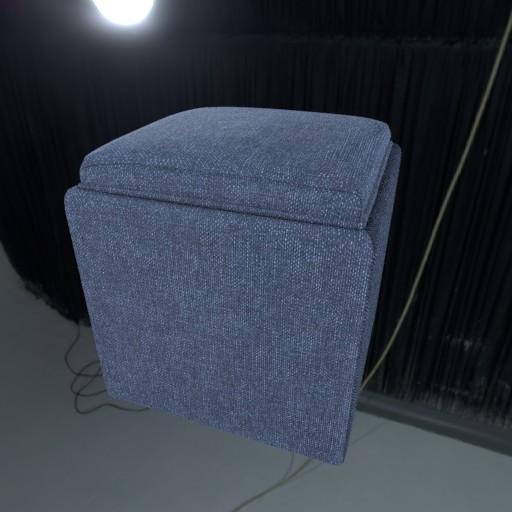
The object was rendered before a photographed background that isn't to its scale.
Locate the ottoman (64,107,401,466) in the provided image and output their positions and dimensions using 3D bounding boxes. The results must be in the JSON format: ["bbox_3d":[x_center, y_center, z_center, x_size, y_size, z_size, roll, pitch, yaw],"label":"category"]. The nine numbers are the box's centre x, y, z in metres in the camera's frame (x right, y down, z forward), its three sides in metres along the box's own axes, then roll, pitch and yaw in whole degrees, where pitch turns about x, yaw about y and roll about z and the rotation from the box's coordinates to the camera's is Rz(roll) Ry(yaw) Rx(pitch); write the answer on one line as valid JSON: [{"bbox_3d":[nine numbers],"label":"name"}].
[{"bbox_3d":[0.000,0.000,0.839,0.454,0.493,0.436,10,31,17],"label":"ottoman"}]
